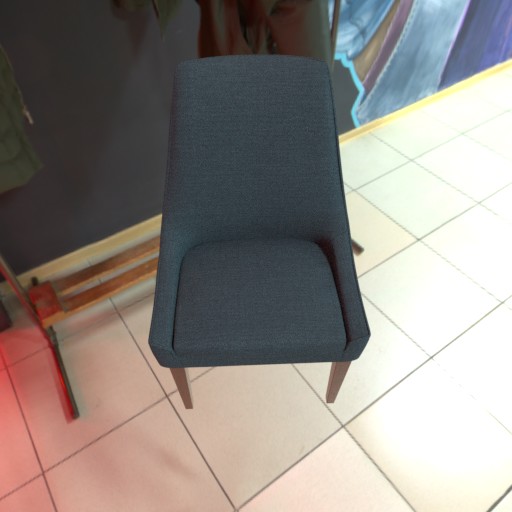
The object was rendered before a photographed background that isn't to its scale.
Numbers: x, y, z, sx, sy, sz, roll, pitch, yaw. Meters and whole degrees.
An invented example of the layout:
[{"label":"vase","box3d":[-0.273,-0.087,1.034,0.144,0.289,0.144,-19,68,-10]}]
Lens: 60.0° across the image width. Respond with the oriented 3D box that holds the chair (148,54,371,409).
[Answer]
[{"label":"chair","box3d":[0.000,0.000,1.199,0.529,0.861,0.544,-2,49,-2]}]
